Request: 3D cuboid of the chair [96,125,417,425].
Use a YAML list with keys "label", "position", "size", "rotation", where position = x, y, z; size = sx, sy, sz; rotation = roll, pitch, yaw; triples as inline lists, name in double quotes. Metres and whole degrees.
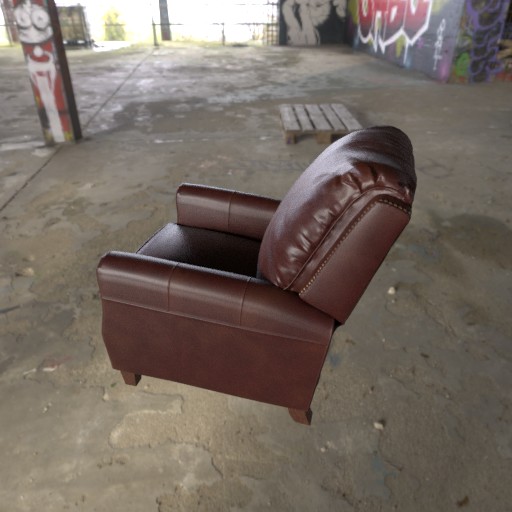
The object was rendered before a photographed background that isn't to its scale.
- label: "chair"
  position: [0.000, 0.000, 1.808]
  size: [1.089, 1.022, 0.826]
  rotation: [8, 31, 13]
